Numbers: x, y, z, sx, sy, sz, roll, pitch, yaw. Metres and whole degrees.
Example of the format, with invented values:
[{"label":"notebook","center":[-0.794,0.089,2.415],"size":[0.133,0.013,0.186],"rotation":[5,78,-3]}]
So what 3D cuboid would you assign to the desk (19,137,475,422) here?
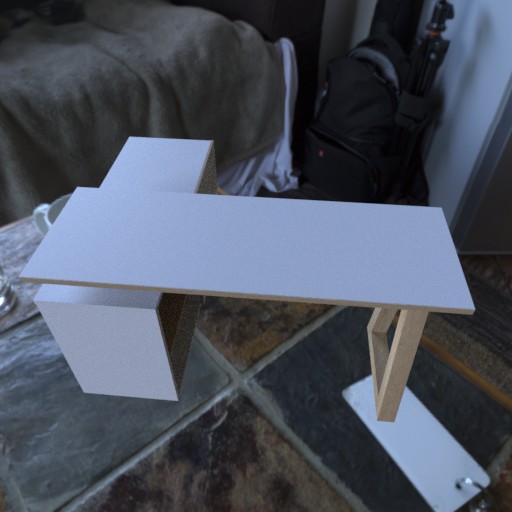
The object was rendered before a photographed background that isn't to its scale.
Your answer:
[{"label":"desk","center":[0.000,0.000,2.007],"size":[1.404,0.755,1.098],"rotation":[4,44,4]}]
